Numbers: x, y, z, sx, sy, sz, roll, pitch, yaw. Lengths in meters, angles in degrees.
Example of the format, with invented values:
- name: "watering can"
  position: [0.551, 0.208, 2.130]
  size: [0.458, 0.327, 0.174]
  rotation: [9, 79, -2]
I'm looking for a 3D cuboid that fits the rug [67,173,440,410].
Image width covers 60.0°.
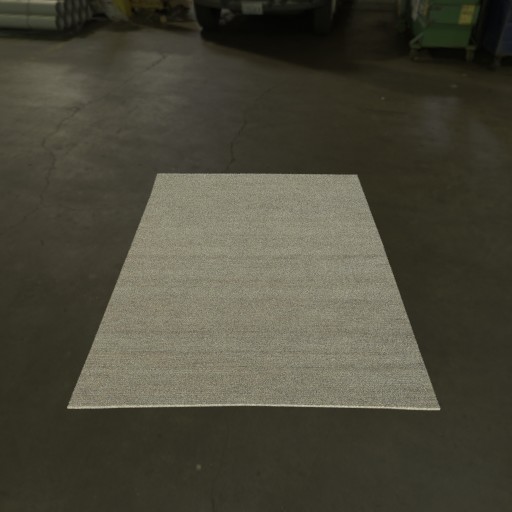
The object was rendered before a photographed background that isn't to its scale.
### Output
- name: "rug"
  position: [0.000, 0.000, 4.673]
  size: [2.757, 0.051, 3.626]
  rotation: [0, 38, 1]
